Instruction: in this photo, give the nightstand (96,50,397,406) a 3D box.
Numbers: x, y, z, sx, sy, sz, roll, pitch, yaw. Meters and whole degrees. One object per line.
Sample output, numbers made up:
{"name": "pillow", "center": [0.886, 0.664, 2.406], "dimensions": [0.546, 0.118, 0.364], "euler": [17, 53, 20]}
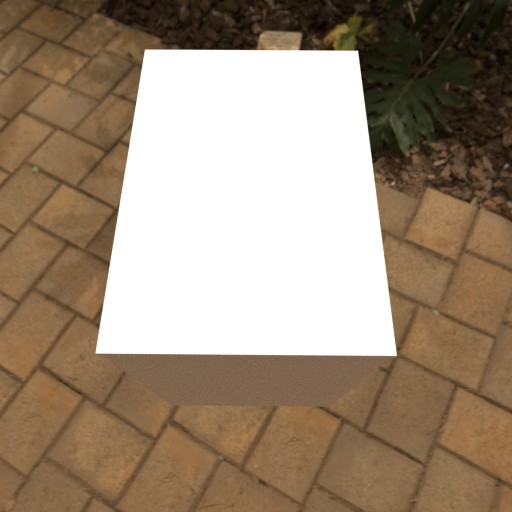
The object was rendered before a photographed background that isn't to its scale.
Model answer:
{"name": "nightstand", "center": [0.000, 0.000, 0.756], "dimensions": [0.325, 0.460, 0.441], "euler": [0, 65, 0]}
